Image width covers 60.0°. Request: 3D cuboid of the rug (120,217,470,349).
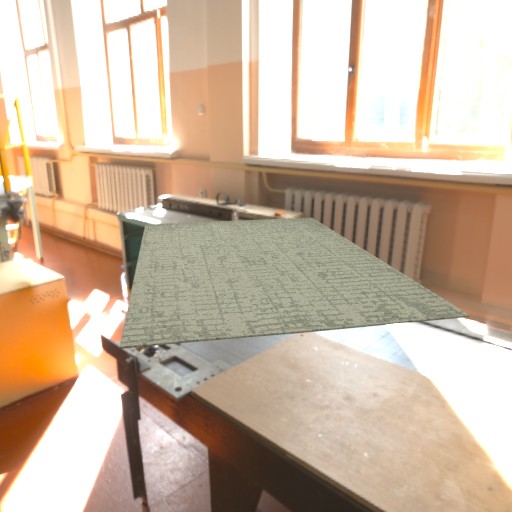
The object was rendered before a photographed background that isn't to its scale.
[{"bbox_3d":[0.000,0.000,2.330,1.211,0.007,1.827,-3,17,-11],"label":"rug"}]
